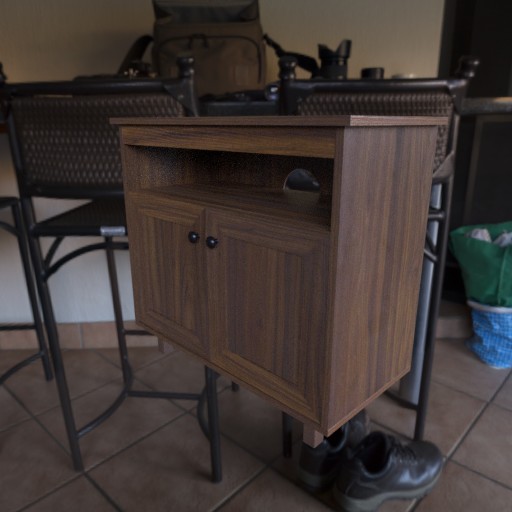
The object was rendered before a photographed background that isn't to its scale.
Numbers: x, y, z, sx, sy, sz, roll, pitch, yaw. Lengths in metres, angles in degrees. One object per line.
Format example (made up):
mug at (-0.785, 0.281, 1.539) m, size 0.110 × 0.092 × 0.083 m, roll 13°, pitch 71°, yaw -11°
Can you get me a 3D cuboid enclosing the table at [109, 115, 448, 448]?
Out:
table at (0.000, 0.000, 1.215) m, size 0.802 × 0.725 × 0.390 m, roll 16°, pitch 23°, yaw 43°
